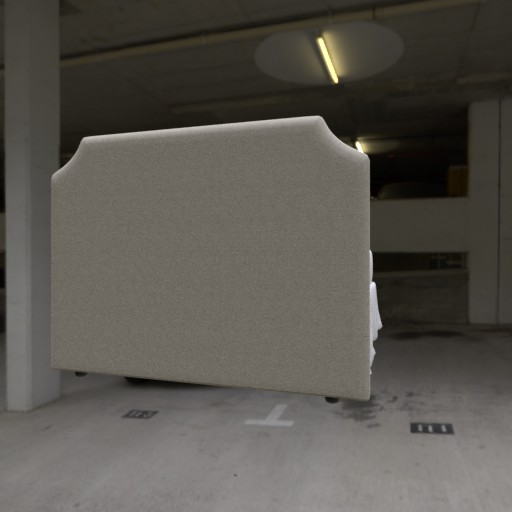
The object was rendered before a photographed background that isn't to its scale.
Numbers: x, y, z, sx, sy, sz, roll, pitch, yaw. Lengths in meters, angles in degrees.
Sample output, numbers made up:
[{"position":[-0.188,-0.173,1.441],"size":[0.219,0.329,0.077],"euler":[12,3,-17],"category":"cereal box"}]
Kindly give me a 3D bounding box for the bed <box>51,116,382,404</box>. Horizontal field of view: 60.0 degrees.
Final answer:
[{"position":[0.000,0.000,3.150],"size":[1.693,1.290,2.116],"euler":[0,1,18],"category":"bed"}]
